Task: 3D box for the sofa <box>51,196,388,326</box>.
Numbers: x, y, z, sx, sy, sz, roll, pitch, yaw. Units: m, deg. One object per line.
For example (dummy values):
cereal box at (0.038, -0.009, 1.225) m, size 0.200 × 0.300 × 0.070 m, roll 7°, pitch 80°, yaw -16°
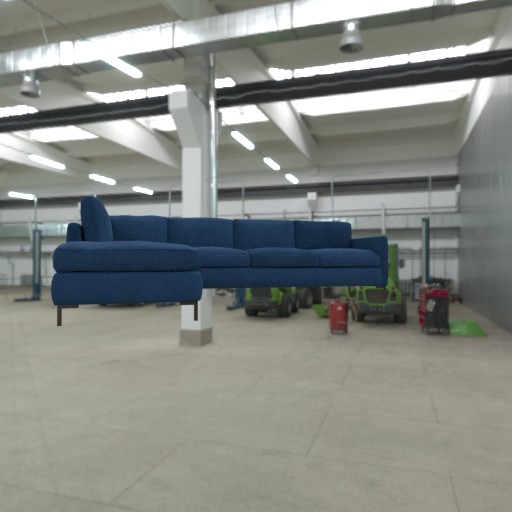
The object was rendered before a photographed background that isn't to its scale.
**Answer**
sofa at (0.000, 0.000, 3.777) m, size 2.949 × 0.815 × 2.007 m, roll 0°, pitch -1°, yaw -17°
